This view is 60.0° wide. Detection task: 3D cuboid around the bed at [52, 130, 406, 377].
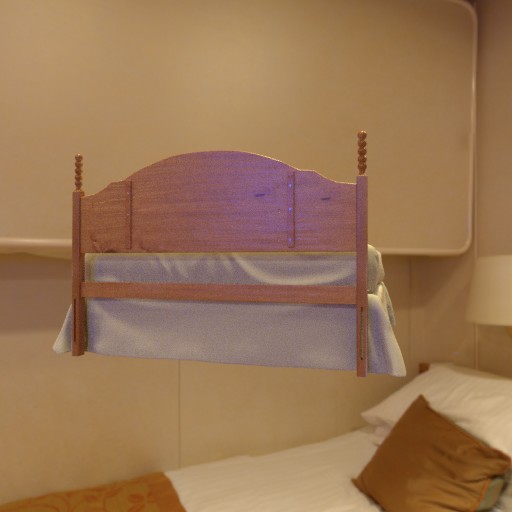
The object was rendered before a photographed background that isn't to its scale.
[{"bbox_3d":[0.000,0.000,3.738,2.322,1.355,2.219,0,-1,17],"label":"bed"}]
